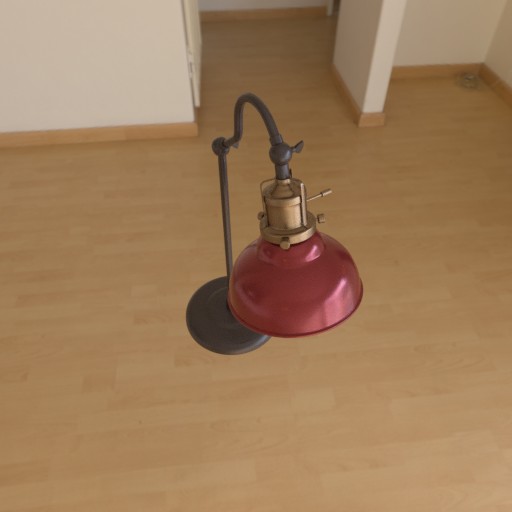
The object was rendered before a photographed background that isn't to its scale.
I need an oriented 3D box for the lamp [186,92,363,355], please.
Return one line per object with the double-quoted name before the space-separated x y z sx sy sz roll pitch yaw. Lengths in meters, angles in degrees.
"lamp" 0.000 0.000 0.674 0.192 0.508 0.374 -24 51 -21
